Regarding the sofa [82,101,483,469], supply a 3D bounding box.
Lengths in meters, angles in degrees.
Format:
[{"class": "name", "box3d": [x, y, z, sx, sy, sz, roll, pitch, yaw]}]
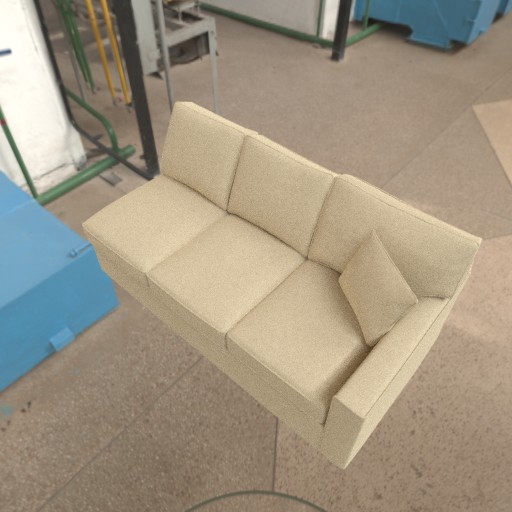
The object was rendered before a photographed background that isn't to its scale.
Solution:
[{"class": "sofa", "box3d": [0.000, 0.000, 2.482, 1.963, 0.946, 1.034, 33, 54, 27]}]
